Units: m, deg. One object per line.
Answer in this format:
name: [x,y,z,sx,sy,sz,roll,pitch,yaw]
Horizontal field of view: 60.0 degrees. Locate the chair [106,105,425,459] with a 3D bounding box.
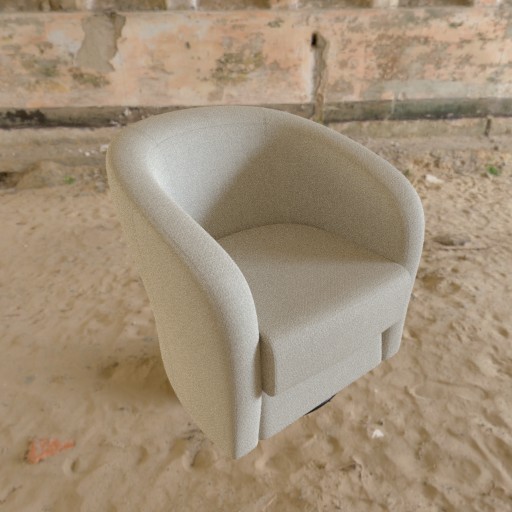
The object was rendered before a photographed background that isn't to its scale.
chair: [0.000,0.000,1.390,0.791,0.771,0.815,-21,36,-32]
